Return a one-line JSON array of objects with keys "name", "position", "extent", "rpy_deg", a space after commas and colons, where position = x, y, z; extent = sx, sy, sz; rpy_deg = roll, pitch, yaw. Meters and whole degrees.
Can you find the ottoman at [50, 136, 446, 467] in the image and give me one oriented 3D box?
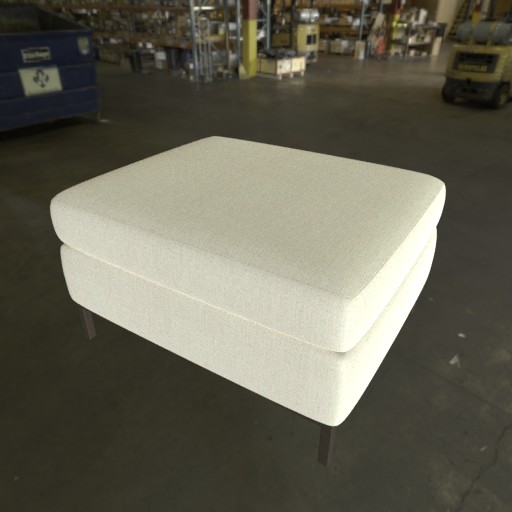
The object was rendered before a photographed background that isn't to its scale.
[{"name": "ottoman", "position": [0.000, 0.000, 1.174], "extent": [0.794, 0.453, 0.657], "rpy_deg": [18, 34, 28]}]
